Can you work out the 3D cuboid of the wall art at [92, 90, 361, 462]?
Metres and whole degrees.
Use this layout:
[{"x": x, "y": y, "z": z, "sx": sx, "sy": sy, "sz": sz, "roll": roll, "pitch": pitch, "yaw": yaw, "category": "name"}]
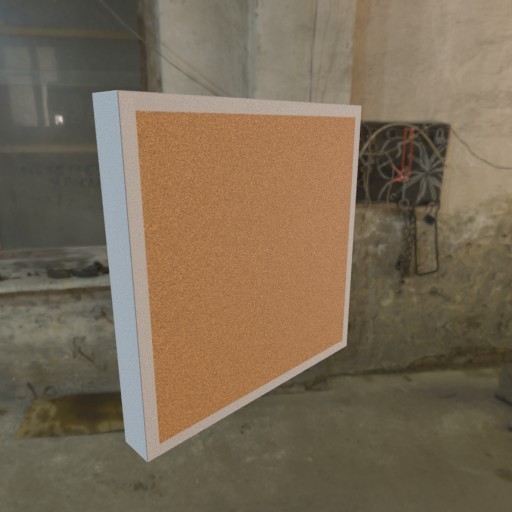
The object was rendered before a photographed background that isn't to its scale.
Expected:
[{"x": 0.000, "y": 0.000, "z": 0.460, "sx": 0.305, "sy": 0.305, "sz": 0.038, "roll": -15, "pitch": 22, "yaw": -43, "category": "wall art"}]
